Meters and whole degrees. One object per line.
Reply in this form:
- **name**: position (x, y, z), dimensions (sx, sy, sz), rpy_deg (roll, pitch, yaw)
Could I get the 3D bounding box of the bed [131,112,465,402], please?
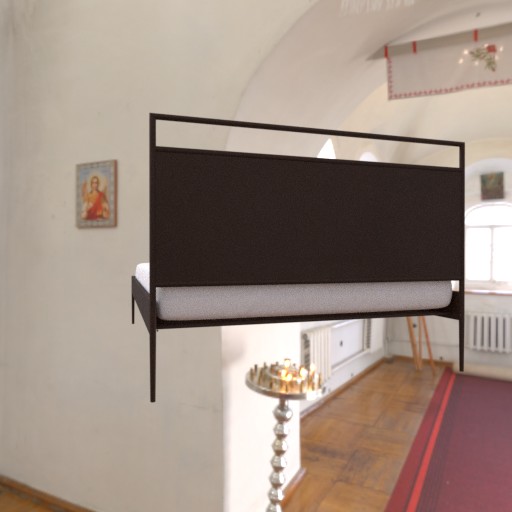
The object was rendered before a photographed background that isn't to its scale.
- **bed**: position (0.000, 0.000, 3.034), dimensions (1.572, 1.173, 2.122), rpy_deg (0, 0, -18)
